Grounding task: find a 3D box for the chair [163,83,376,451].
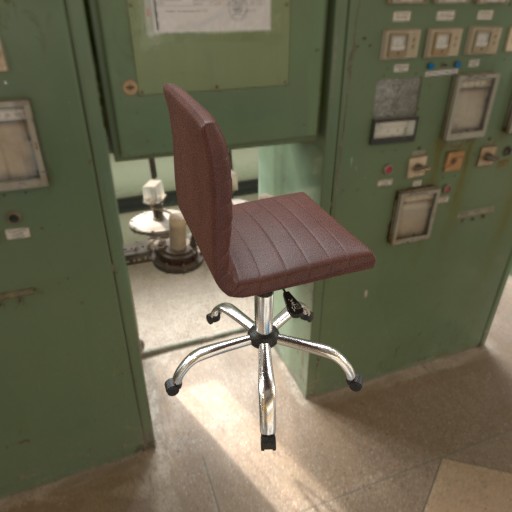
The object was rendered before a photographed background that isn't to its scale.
[{"bbox_3d":[0.000,0.000,1.107,0.530,0.780,0.556,-10,32,-17],"label":"chair"}]
